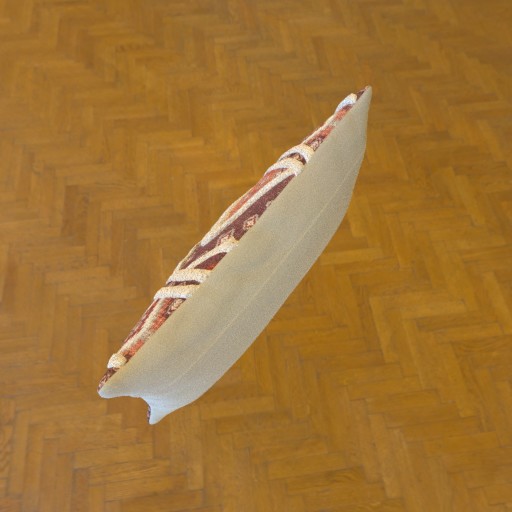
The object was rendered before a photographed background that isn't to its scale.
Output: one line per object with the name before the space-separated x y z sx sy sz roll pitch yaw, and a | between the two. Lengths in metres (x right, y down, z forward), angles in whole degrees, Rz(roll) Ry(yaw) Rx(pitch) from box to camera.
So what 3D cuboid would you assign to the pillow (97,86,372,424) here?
pillow | 0.000 0.000 0.733 0.161 0.295 0.608 34 68 16
